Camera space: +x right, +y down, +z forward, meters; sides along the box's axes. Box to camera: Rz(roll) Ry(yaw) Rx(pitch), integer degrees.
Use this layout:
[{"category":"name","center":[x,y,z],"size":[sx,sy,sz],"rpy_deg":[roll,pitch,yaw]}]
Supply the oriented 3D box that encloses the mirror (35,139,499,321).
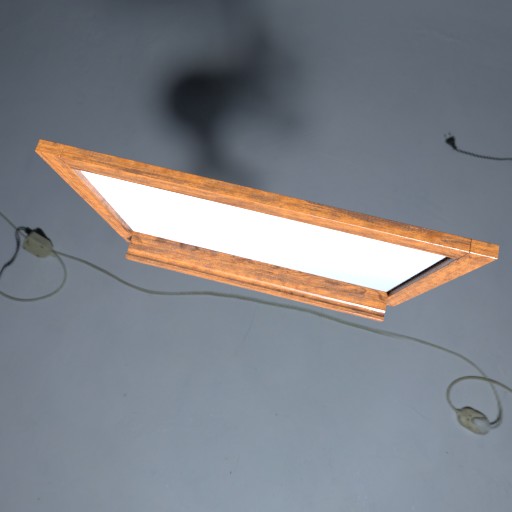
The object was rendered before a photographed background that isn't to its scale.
[{"category":"mirror","center":[0.000,0.000,0.960],"size":[0.758,0.537,0.084],"rpy_deg":[14,76,3]}]
